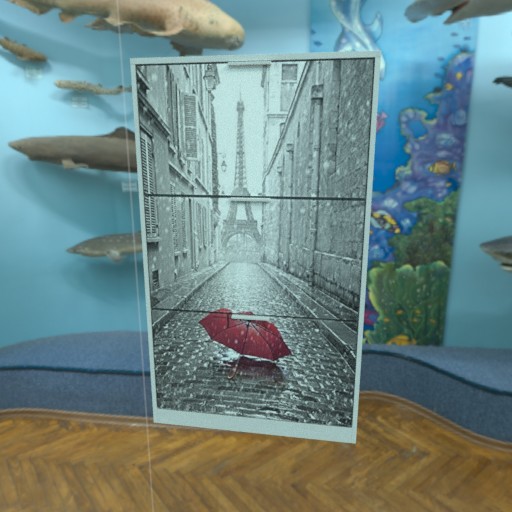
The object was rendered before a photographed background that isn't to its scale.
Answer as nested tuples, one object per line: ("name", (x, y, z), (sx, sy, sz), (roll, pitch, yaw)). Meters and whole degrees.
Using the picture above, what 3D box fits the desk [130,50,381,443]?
("desk", (0.000, 0.000, 1.569), (0.750, 1.280, 0.250), (2, 15, 9))
